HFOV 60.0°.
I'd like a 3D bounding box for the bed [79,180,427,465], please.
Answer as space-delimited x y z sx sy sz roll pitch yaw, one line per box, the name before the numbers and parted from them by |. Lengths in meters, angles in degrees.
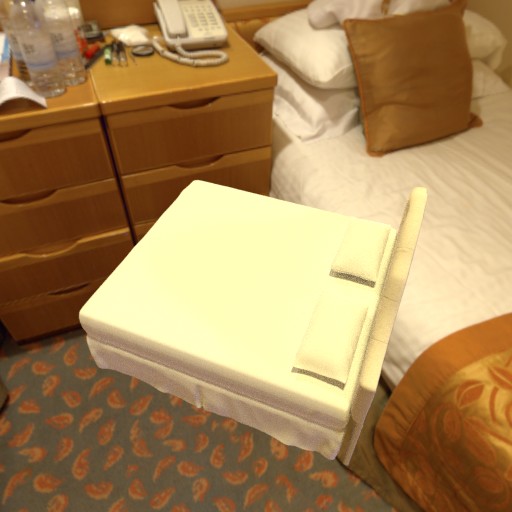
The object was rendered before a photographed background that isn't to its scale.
bed | 0.000 0.000 3.547 2.214 1.615 2.008 16 47 16
